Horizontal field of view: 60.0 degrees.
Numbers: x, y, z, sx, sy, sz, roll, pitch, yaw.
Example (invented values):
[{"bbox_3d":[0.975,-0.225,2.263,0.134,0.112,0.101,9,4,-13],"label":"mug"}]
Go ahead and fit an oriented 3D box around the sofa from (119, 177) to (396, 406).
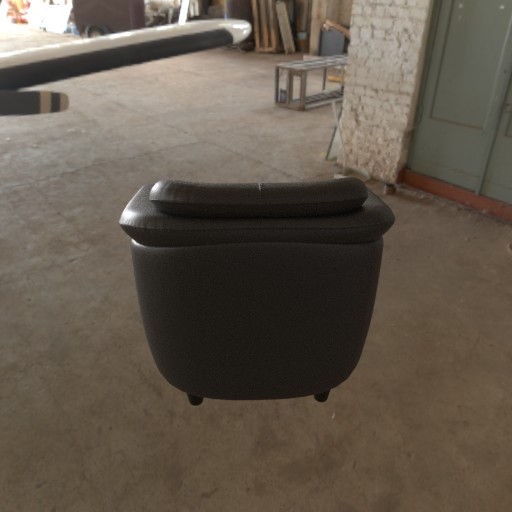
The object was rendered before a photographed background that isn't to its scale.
[{"bbox_3d":[0.000,0.000,1.550,0.870,0.811,0.794,-1,31,-2],"label":"sofa"}]
